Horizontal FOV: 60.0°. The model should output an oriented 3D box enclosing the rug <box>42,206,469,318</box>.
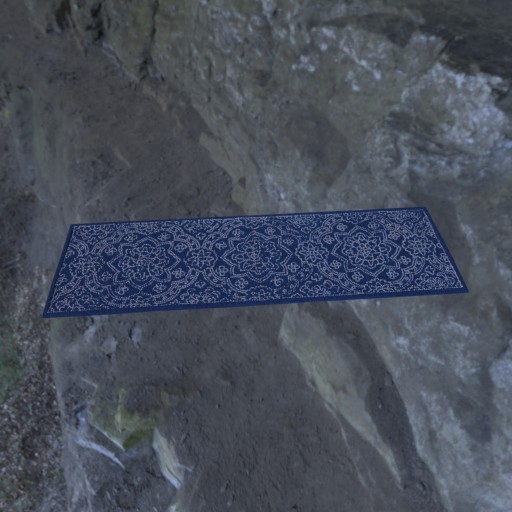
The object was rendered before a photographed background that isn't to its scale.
[{"bbox_3d":[0.000,0.000,2.781,2.448,0.012,0.769,-3,47,-3],"label":"rug"}]
